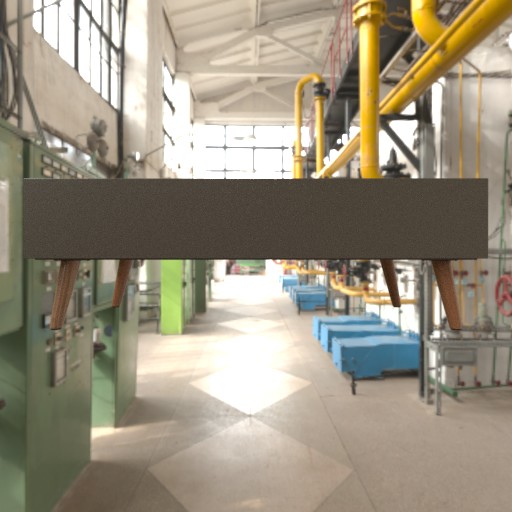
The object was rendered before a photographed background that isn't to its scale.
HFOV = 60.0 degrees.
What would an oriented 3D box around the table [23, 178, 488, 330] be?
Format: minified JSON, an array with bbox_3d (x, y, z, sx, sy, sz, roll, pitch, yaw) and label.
[{"bbox_3d":[0.000,0.000,1.496,1.201,0.404,0.703,0,0,0],"label":"table"}]
